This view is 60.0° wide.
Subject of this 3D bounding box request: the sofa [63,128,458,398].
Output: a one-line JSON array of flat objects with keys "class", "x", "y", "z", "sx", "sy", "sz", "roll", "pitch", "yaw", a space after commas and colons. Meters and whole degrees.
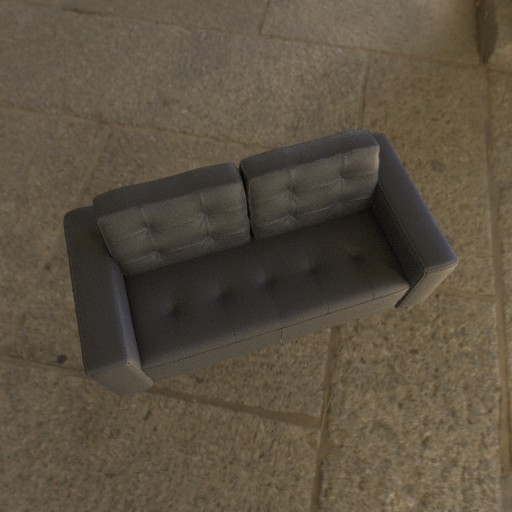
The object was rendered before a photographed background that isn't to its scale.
[{"class": "sofa", "x": 0.000, "y": 0.000, "z": 2.232, "sx": 1.726, "sy": 0.892, "sz": 0.833, "roll": -16, "pitch": 64, "yaw": -8}]
